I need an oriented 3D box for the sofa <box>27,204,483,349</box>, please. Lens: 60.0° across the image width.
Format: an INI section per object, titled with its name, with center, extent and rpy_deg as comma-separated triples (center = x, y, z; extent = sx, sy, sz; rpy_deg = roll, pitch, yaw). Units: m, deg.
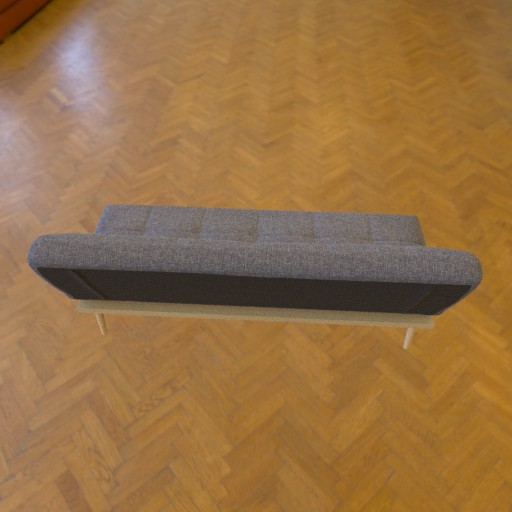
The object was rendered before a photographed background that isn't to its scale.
[sofa]
center = 0.000, 0.000, 2.242
extent = 1.820, 0.770, 0.820
rpy_deg = 2, 47, 2
